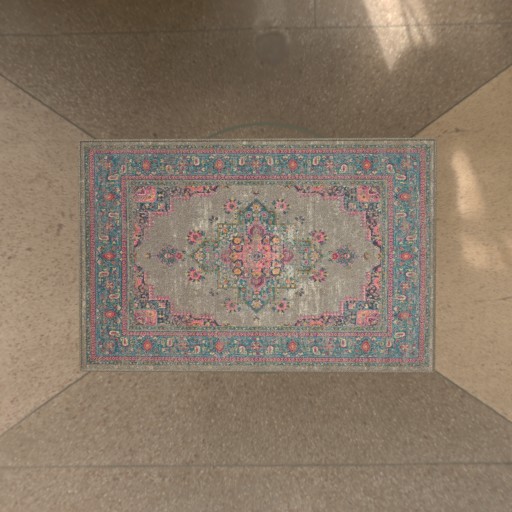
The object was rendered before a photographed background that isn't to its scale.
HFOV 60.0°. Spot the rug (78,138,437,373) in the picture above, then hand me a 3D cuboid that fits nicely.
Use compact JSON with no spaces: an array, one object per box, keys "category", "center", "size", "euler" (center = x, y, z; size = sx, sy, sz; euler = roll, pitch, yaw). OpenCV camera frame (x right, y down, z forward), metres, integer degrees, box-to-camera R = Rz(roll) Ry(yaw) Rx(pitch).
[{"category":"rug","center":[0.000,0.000,2.169],"size":[1.748,0.014,1.144],"euler":[0,91,1]}]
